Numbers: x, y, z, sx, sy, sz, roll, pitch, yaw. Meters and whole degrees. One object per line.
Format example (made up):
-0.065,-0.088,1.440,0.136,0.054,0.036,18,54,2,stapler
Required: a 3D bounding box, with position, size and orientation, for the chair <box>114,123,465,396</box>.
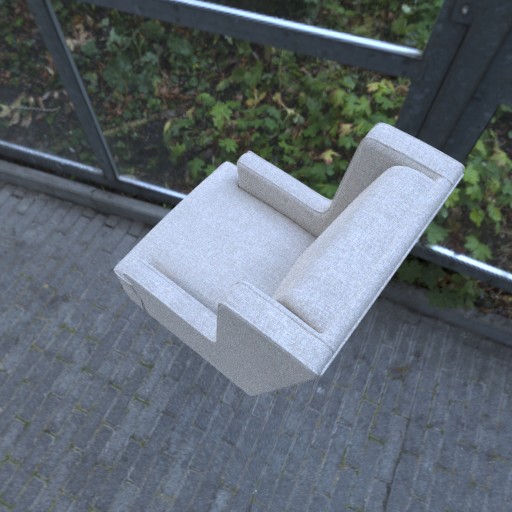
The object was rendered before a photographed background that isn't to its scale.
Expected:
0.000,0.000,1.725,0.948,1.082,0.764,35,67,17,chair
